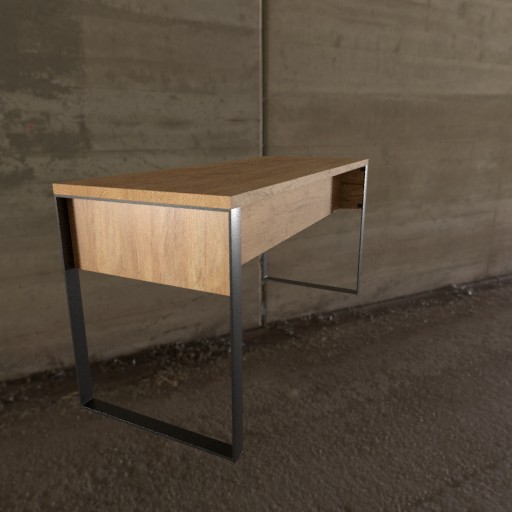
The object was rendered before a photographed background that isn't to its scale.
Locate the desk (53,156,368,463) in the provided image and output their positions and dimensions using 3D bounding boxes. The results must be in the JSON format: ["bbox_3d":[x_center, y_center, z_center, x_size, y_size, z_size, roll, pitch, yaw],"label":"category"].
[{"bbox_3d":[0.000,0.000,1.937,0.600,0.760,1.520,8,18,25],"label":"desk"}]
